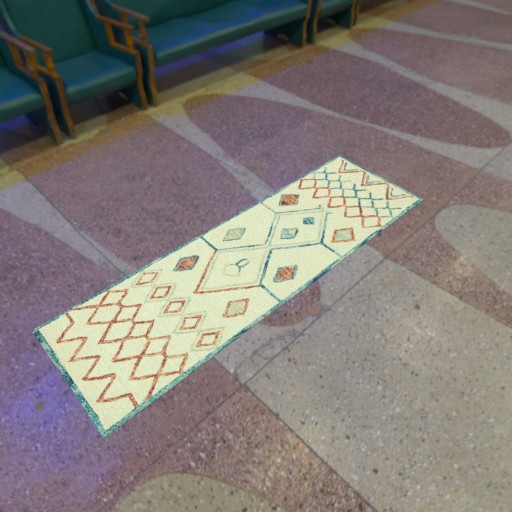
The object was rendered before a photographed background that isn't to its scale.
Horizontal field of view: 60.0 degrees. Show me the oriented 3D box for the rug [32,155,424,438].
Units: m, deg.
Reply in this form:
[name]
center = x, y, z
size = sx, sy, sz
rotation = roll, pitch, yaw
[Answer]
[rug]
center = 0.000, 0.000, 2.658
size = 2.435, 0.011, 0.750
rotation = -33, 54, -28
